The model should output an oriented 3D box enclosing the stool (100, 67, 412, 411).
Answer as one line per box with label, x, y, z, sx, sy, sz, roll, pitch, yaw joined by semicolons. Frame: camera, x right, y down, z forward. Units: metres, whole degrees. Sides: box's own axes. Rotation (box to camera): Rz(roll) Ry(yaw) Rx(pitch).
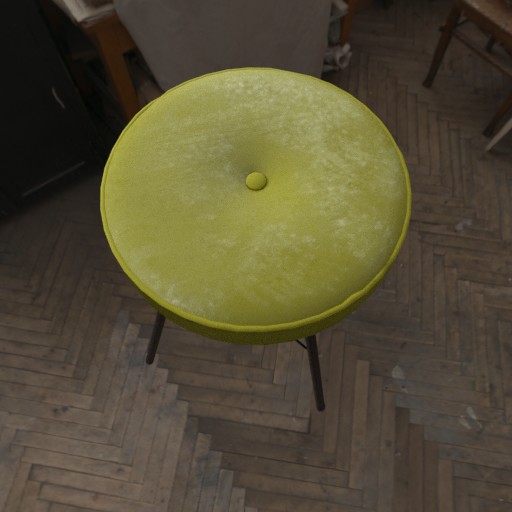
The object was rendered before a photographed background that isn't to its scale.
stool;0.000;0.000;0.799;0.409;0.508;0.409;14;66;6
